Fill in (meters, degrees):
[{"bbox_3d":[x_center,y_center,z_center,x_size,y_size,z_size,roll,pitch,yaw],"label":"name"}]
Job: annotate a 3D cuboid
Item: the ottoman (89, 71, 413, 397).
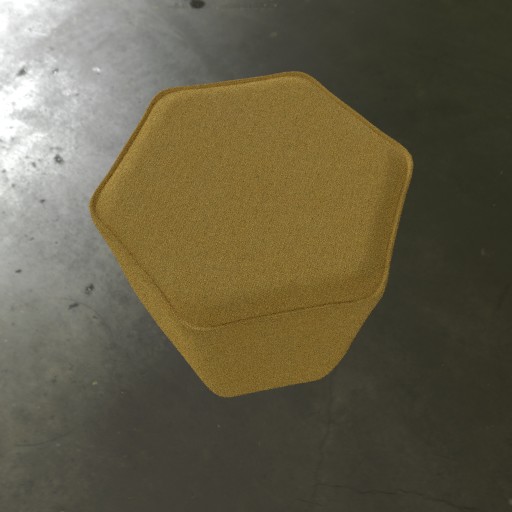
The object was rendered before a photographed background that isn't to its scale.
[{"bbox_3d":[0.000,0.000,0.866,0.443,0.502,0.494,17,64,9],"label":"ottoman"}]
